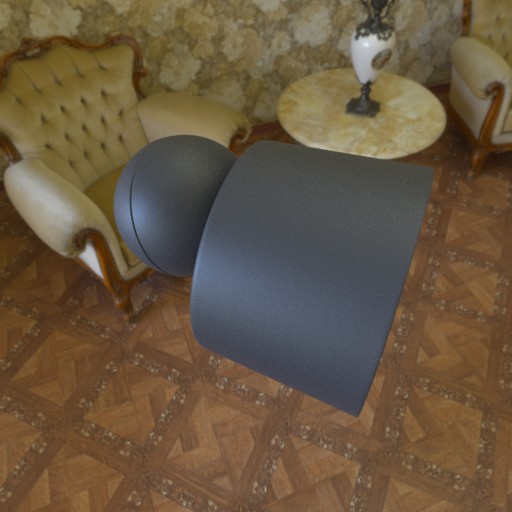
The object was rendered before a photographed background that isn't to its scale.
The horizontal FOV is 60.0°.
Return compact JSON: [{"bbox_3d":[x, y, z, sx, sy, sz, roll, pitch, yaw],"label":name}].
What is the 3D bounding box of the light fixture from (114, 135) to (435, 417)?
[{"bbox_3d":[0.000,0.000,0.260,0.160,0.143,0.134,17,49,15],"label":"light fixture"}]
